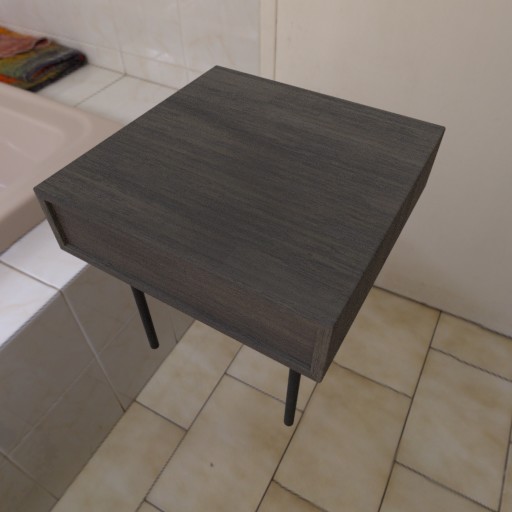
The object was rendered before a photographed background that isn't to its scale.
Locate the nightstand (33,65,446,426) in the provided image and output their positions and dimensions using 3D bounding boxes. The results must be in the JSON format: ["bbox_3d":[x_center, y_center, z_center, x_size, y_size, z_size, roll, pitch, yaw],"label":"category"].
[{"bbox_3d":[0.000,0.000,0.920,0.502,0.497,0.503,23,51,20],"label":"nightstand"}]
